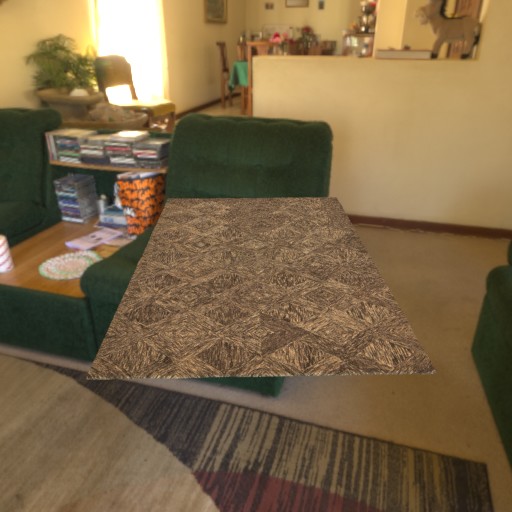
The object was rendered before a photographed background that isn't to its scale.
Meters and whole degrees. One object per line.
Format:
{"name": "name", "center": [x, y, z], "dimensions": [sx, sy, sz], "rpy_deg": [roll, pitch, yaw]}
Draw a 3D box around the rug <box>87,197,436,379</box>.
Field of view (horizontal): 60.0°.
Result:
{"name": "rug", "center": [0.000, 0.000, 2.298], "dimensions": [1.189, 0.011, 1.808], "rpy_deg": [-1, 27, -1]}
